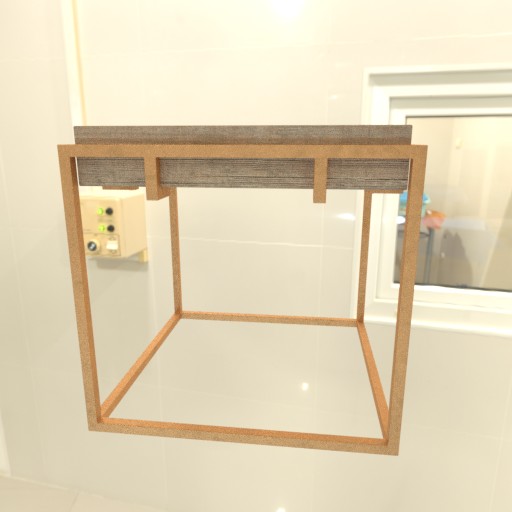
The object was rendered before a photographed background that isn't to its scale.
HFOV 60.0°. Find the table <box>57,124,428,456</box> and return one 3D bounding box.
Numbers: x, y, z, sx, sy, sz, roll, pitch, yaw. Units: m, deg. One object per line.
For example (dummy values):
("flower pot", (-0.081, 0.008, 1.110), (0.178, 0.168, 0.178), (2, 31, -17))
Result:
("table", (0.000, 0.000, 1.062), (0.599, 0.584, 0.599), (2, 15, 7))
